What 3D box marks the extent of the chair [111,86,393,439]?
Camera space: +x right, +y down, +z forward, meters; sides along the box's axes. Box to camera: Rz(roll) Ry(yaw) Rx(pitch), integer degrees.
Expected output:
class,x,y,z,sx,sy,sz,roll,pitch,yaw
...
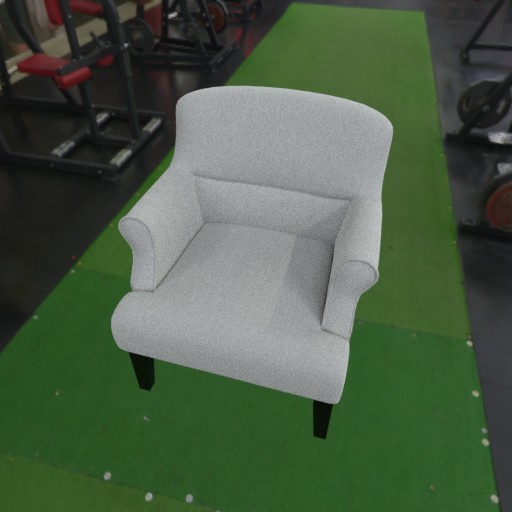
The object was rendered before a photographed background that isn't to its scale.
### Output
class,x,y,z,sx,sy,sz,roll,pitch,yaw
chair,0.000,0.000,1.494,0.781,0.875,0.750,11,42,12
